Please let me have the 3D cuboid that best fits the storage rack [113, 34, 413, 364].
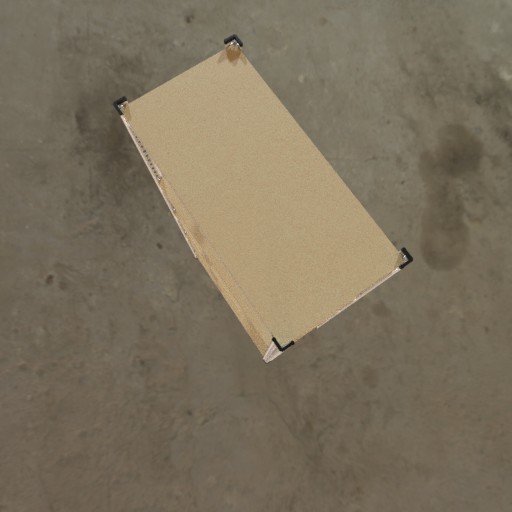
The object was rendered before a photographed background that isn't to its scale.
[{"bbox_3d":[0.000,0.000,2.189,0.457,1.829,0.914,-33,78,-8],"label":"storage rack"}]
